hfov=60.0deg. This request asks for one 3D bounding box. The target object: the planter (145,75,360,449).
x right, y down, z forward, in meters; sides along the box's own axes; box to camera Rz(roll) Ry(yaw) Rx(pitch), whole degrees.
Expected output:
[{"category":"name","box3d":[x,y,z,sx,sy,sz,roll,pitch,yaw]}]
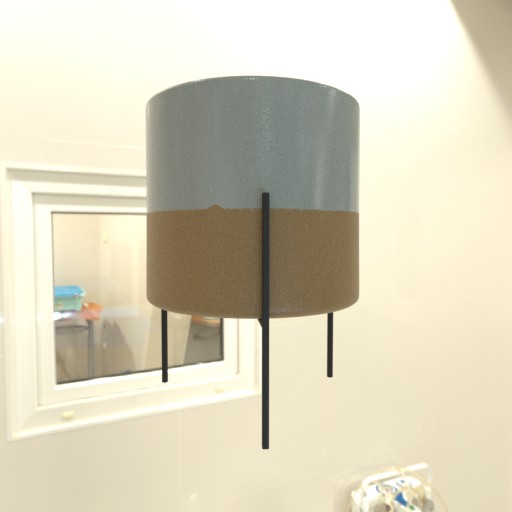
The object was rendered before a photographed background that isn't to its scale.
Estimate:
[{"category":"planter","box3d":[0.000,0.000,0.746,0.360,0.480,0.348,-2,3,-36]}]
